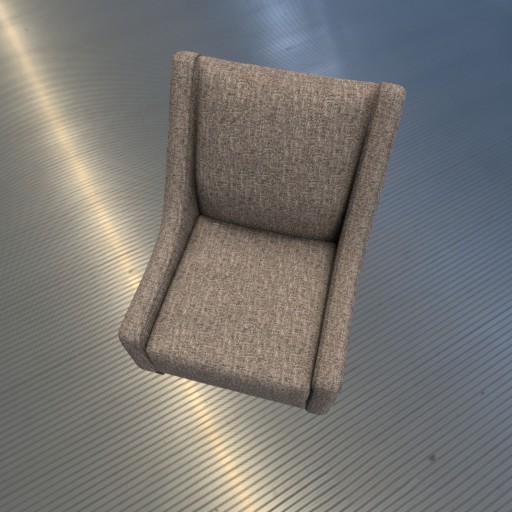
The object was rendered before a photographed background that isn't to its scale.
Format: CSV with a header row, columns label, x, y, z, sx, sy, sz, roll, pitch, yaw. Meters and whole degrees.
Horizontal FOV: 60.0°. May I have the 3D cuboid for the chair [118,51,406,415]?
label,x,y,z,sx,sy,sz,roll,pitch,yaw
chair,0.000,0.000,1.621,0.774,1.014,0.870,12,59,7
